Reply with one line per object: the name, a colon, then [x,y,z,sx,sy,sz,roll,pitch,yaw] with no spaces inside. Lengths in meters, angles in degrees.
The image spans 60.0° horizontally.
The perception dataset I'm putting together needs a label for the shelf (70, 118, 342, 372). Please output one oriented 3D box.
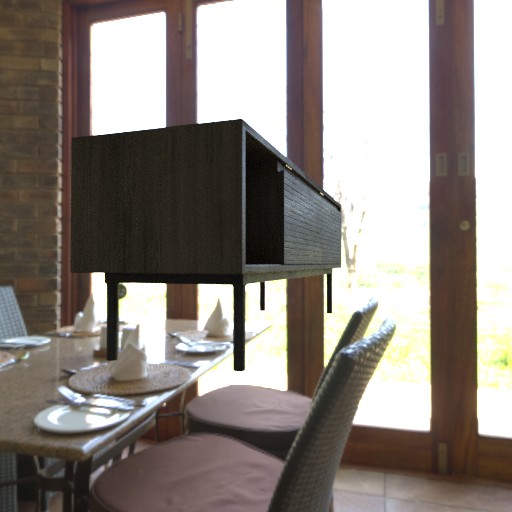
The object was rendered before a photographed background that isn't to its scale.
shelf: [0.000,0.000,1.503,0.400,0.495,1.300,0,-1,19]
